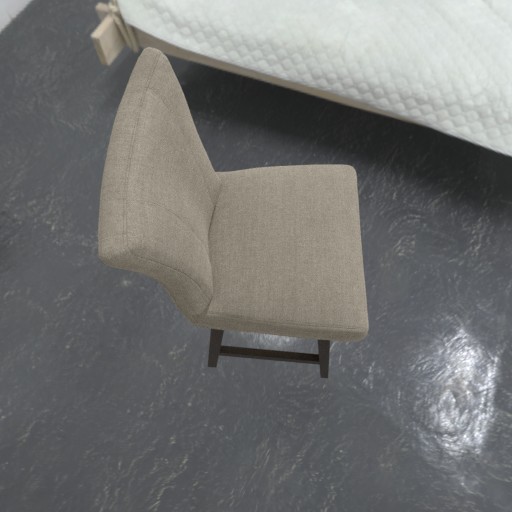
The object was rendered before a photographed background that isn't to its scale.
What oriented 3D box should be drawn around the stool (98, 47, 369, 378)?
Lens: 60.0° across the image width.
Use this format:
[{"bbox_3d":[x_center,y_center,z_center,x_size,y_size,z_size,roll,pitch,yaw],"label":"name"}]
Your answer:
[{"bbox_3d":[0.000,0.000,1.274,0.574,1.000,0.514,2,64,1],"label":"stool"}]
